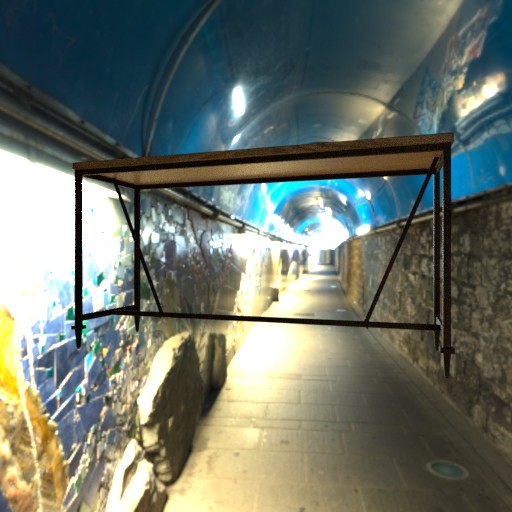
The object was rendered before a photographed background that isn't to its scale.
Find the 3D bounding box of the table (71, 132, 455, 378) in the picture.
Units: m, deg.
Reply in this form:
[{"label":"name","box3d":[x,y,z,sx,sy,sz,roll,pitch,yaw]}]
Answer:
[{"label":"table","box3d":[0.000,0.000,2.135,1.700,0.902,0.551,0,0,18]}]
